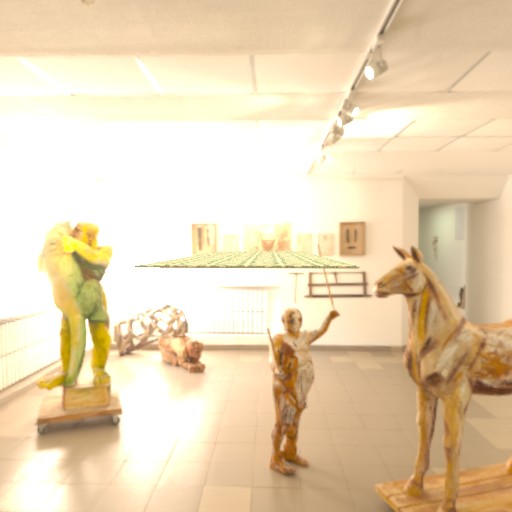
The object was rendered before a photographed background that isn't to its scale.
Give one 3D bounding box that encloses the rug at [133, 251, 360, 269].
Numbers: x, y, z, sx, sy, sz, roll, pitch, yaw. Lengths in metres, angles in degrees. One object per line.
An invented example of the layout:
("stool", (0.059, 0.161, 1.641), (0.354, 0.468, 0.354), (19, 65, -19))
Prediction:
("rug", (0.000, 0.000, 2.670), (0.750, 0.009, 2.435), (0, 2, 2))
